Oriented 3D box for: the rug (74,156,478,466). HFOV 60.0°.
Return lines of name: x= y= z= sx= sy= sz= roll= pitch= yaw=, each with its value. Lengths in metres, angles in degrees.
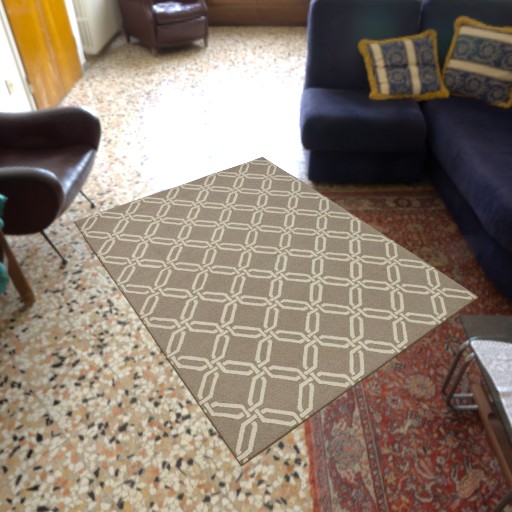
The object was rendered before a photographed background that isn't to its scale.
rug: x=0.000 y=0.000 z=3.913 sx=2.288 sy=0.018 sz=2.895 roll=-25 pitch=46 yaw=-26
